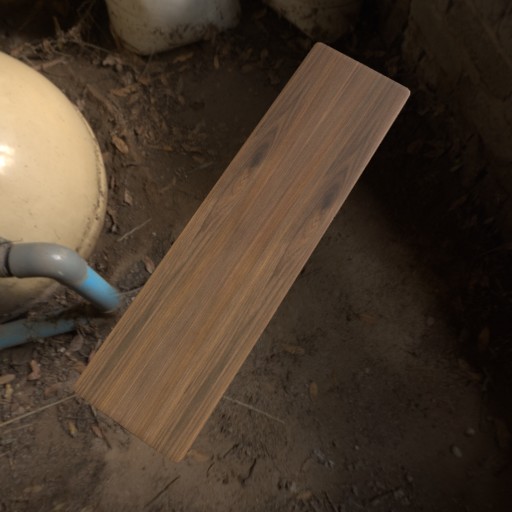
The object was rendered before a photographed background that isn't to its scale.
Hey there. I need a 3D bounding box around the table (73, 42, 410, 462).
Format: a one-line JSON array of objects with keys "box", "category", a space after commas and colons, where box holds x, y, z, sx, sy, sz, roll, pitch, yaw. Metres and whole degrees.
[{"box": [0.000, 0.000, 1.966, 0.425, 0.834, 1.570, 32, 78, 8], "category": "table"}]
